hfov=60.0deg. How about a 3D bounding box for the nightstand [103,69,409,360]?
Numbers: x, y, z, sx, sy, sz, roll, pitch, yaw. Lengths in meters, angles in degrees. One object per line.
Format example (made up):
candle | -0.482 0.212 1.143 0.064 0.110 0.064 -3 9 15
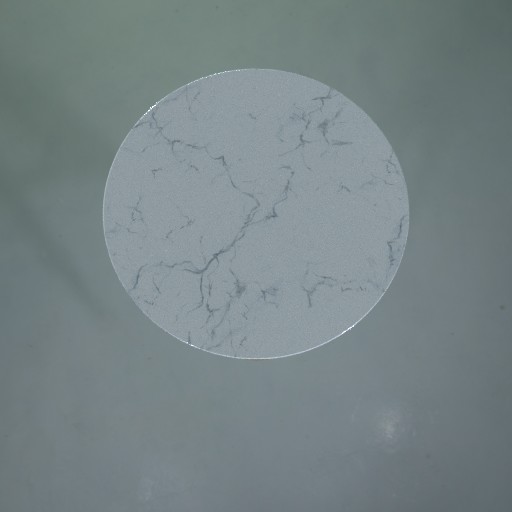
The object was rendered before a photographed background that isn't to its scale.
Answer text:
nightstand | 0.000 0.000 0.877 0.400 0.610 0.400 -12 77 -3
